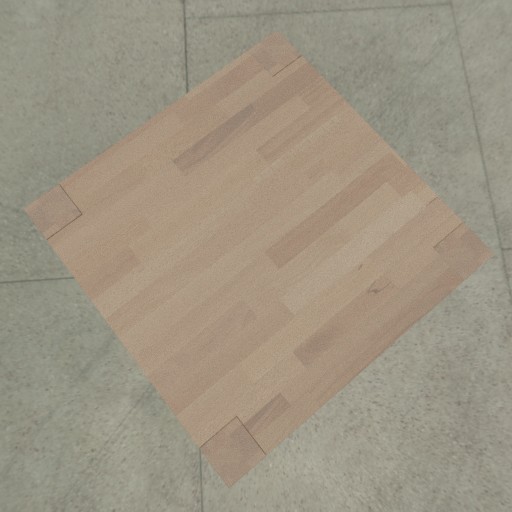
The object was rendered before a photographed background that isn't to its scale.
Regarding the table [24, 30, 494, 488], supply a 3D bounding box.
[{"bbox_3d":[0.000,0.000,1.145,0.700,0.451,0.700,-38,79,-8],"label":"table"}]
